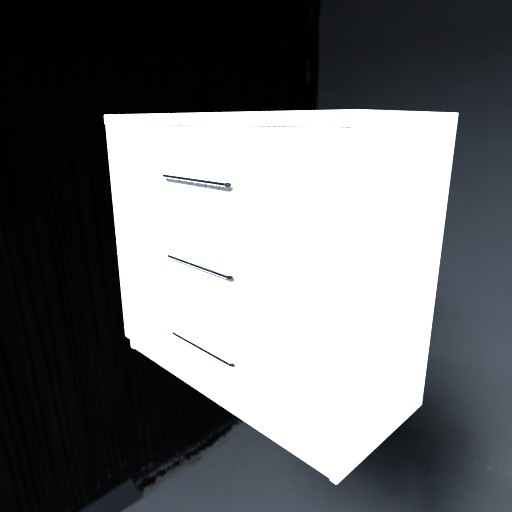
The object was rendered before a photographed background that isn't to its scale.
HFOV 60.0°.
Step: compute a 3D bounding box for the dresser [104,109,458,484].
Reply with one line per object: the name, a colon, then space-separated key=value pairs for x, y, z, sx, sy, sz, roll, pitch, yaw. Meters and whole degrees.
dresser: x=0.000 y=0.000 z=1.213 sx=0.420 sy=0.740 sz=0.830 roll=-16 pitch=23 yaw=-42
